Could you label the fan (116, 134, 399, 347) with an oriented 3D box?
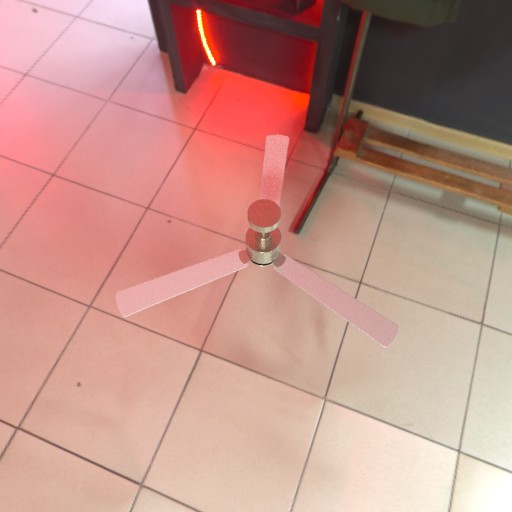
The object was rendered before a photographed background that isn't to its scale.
[{"bbox_3d":[0.000,0.000,2.415,1.531,0.446,1.561,-33,68,-15],"label":"fan"}]
